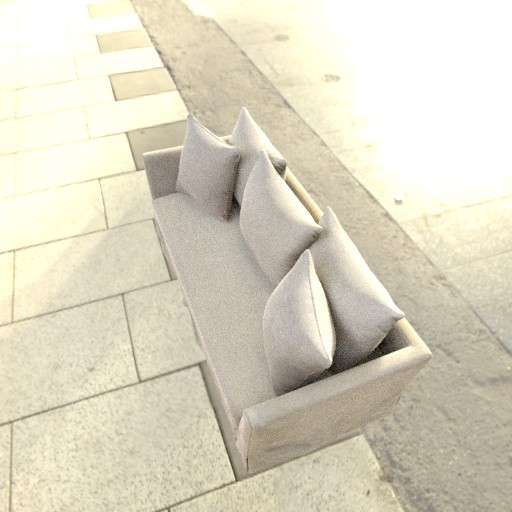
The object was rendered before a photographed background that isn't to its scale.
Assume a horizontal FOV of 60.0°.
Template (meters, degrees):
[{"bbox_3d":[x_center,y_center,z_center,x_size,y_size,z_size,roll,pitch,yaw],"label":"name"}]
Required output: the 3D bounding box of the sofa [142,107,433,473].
[{"bbox_3d":[0.000,0.000,2.931,1.031,1.034,2.290,-16,48,-15],"label":"sofa"}]
